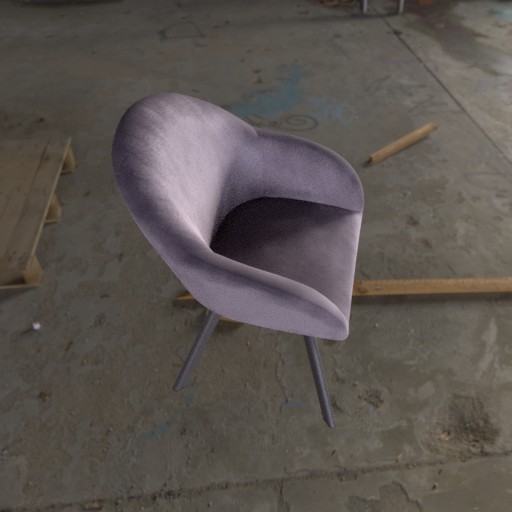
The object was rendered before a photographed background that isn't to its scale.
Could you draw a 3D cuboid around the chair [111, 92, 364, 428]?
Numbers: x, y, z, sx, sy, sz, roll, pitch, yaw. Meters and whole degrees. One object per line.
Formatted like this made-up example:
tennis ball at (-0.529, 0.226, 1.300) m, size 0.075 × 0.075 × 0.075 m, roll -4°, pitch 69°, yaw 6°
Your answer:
chair at (0.000, 0.000, 1.201) m, size 0.590 × 0.795 × 0.550 m, roll 10°, pitch 47°, yaw 9°
